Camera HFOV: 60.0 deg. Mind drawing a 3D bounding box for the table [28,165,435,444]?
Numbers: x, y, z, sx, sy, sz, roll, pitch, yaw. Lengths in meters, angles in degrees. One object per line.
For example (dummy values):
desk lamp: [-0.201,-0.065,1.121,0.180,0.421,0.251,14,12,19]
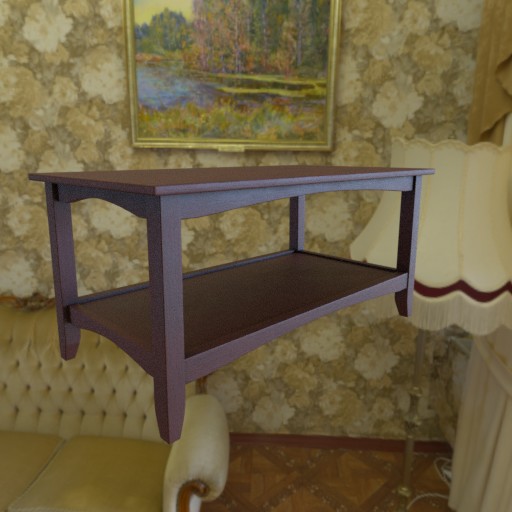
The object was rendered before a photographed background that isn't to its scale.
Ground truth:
table: [0.000,0.000,1.204,0.943,0.456,0.533,-13,18,-43]
